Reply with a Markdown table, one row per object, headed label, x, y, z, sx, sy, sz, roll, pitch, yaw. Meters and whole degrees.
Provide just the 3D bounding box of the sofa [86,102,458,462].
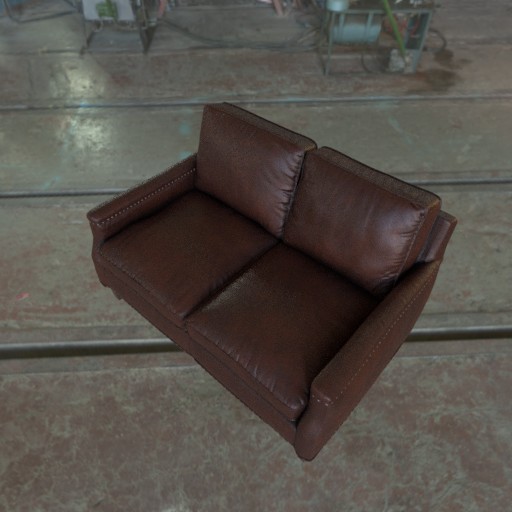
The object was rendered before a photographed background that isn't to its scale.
| label | x | y | z | sx | sy | sz | roll | pitch | yaw |
| --- | --- | --- | --- | --- | --- | --- | --- | --- | --- |
| sofa | 0.000 | 0.000 | 2.317 | 1.628 | 1.003 | 1.083 | 33 | 55 | 28 |
